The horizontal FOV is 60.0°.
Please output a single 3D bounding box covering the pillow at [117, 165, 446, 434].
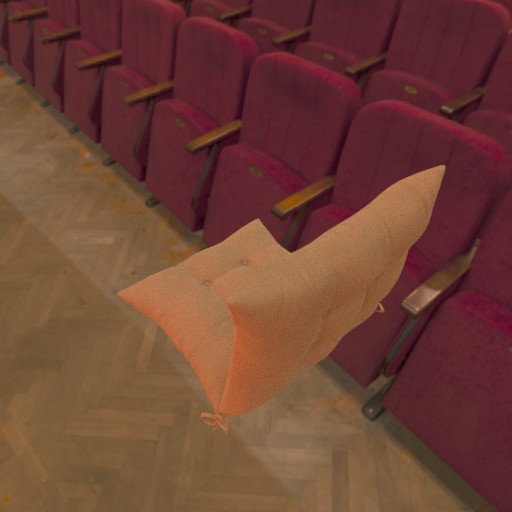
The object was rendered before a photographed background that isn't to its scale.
[{"bbox_3d":[0.000,0.000,1.018,0.541,0.536,0.585,-31,53,-27],"label":"pillow"}]
